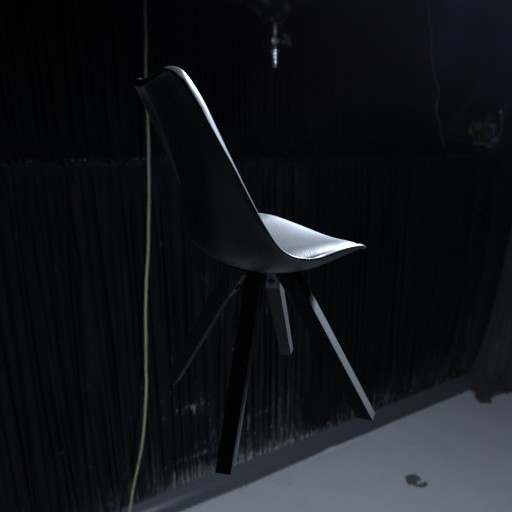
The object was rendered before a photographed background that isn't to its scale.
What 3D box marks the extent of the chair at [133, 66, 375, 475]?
[{"bbox_3d":[0.000,0.000,1.140,0.530,0.850,0.485,-8,17,-27],"label":"chair"}]
